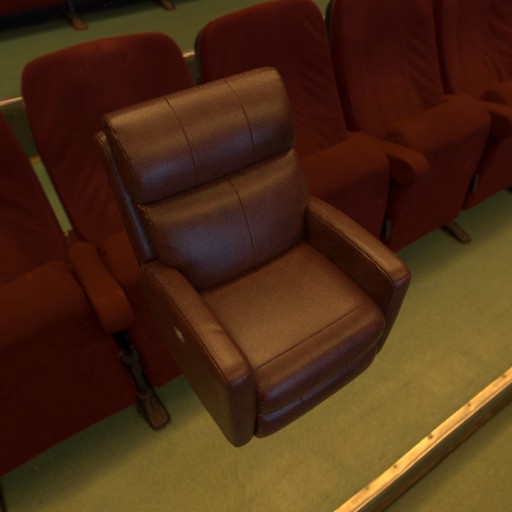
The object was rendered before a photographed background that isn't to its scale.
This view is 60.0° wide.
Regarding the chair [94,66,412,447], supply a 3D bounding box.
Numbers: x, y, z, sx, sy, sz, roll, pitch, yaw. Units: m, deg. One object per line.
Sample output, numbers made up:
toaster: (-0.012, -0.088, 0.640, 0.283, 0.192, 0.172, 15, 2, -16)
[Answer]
chair: (0.000, 0.000, 1.668, 0.787, 1.016, 0.939, -26, 52, -23)
